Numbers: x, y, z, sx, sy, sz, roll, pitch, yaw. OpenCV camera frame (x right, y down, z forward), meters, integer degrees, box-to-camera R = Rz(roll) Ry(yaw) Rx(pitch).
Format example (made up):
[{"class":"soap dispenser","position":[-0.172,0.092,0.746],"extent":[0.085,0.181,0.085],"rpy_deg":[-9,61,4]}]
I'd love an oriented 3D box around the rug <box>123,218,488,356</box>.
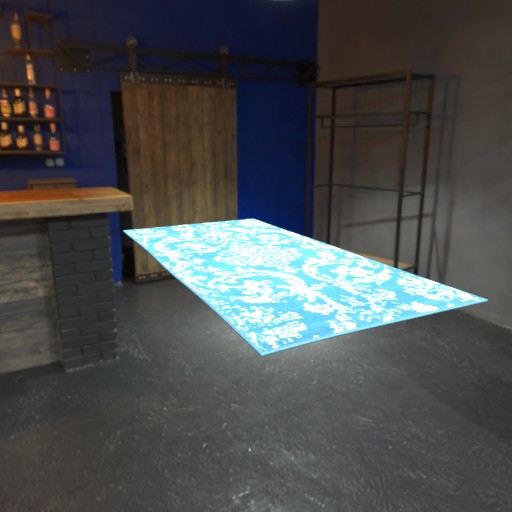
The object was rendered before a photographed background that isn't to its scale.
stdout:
[{"class":"rug","position":[0.000,0.000,1.435],"extent":[0.604,0.007,1.219],"rpy_deg":[-8,17,-26]}]
